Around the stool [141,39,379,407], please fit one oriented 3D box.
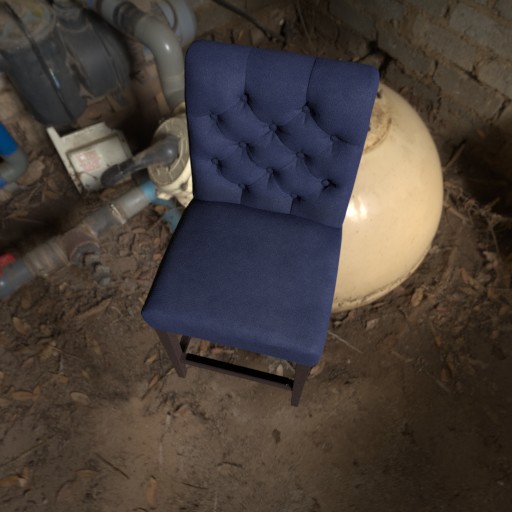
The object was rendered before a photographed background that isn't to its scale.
[{"bbox_3d":[0.000,0.000,1.339,0.493,1.010,0.601,12,59,7],"label":"stool"}]
